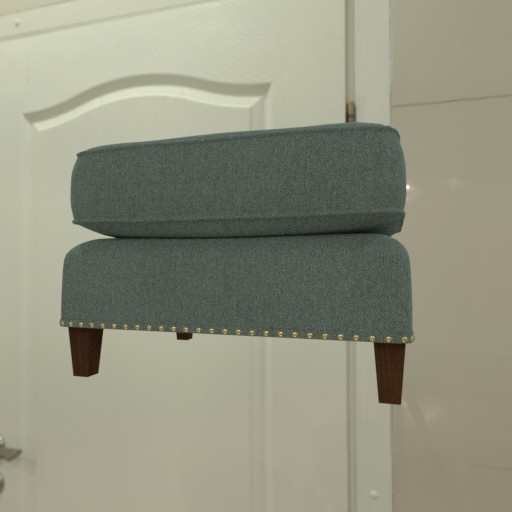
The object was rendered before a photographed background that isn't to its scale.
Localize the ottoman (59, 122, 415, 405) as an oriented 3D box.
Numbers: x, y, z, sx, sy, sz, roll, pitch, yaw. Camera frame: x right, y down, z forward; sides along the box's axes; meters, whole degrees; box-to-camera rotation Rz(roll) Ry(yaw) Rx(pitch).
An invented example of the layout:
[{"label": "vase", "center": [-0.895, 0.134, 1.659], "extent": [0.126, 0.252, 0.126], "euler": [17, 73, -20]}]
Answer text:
[{"label": "ottoman", "center": [0.000, 0.000, 1.128], "extent": [0.738, 0.537, 0.589], "euler": [0, -1, 17]}]
